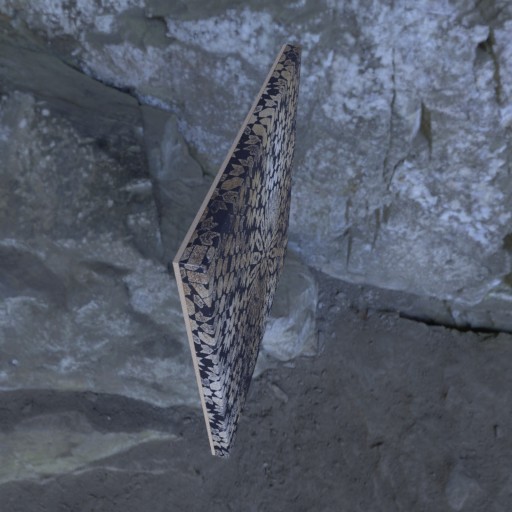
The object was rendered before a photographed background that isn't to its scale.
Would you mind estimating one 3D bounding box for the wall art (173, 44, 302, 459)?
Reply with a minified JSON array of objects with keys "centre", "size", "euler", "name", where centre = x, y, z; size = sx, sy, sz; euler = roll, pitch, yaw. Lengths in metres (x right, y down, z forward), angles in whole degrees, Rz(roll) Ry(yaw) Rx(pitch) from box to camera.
[{"centre":[0.000,0.000,0.914],"size":[0.038,0.612,0.612],"euler":[10,48,10],"name":"wall art"}]
